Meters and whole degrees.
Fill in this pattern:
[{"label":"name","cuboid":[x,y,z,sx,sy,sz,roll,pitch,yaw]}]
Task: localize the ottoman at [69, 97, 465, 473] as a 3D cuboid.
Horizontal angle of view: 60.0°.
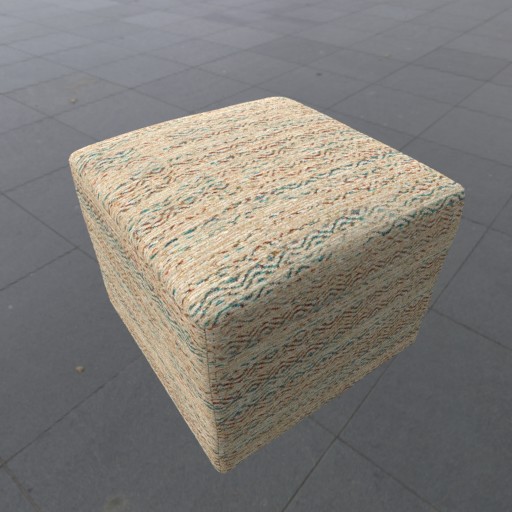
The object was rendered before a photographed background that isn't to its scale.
[{"label":"ottoman","cuboid":[0.000,0.000,0.892,0.512,0.453,0.521,-25,46,-26]}]
